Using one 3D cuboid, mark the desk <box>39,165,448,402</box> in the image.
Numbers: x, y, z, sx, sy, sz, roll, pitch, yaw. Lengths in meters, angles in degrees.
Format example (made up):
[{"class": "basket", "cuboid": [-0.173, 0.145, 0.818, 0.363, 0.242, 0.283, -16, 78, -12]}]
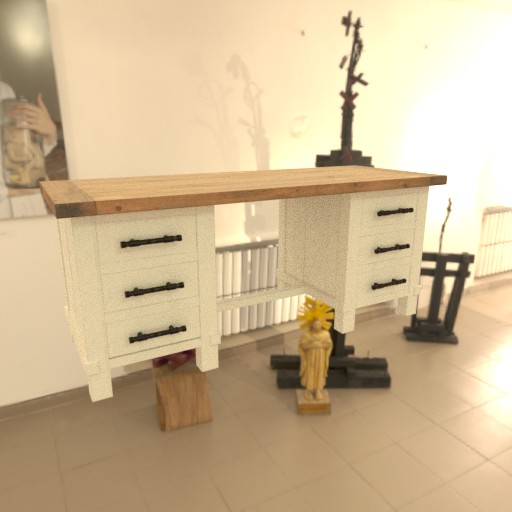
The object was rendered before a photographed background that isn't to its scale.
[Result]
[{"class": "desk", "cuboid": [0.000, 0.000, 2.187, 1.803, 0.760, 0.688, -9, 18, -28]}]
